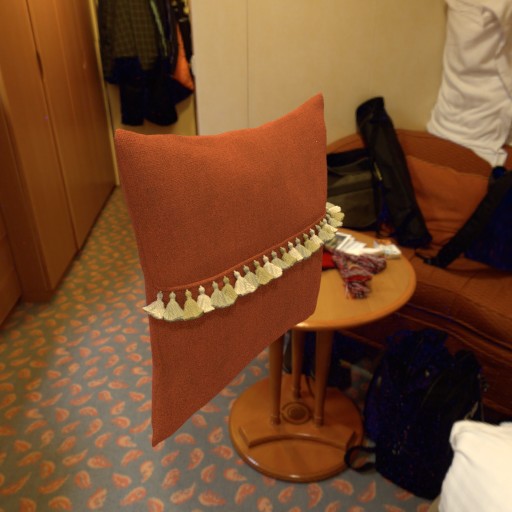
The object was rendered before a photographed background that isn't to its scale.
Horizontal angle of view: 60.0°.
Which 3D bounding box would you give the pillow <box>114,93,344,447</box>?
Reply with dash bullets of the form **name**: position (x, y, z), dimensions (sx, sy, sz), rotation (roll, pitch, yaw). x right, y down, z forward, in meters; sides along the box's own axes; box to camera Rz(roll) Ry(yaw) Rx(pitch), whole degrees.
- **pillow**: position (0.000, 0.000, 0.747), dimensions (0.165, 0.482, 0.490), rotation (18, 31, 33)
